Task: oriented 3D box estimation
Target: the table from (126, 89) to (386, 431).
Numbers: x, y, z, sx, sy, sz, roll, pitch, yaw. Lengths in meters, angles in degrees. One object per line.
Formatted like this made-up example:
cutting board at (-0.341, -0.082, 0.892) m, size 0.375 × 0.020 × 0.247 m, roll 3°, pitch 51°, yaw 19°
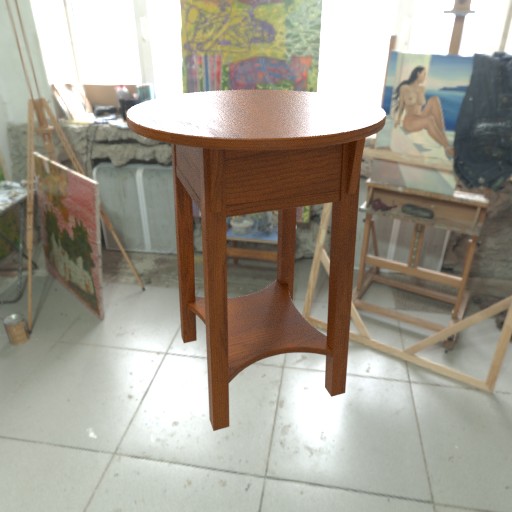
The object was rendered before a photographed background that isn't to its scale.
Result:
table at (0.000, 0.000, 0.948) m, size 0.457 × 0.610 × 0.457 m, roll 0°, pitch 28°, yaw 0°
